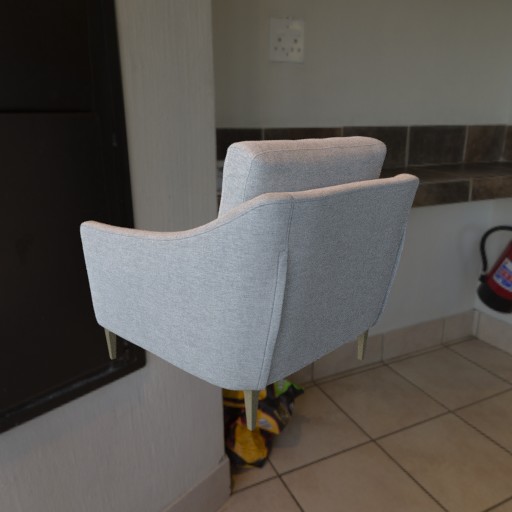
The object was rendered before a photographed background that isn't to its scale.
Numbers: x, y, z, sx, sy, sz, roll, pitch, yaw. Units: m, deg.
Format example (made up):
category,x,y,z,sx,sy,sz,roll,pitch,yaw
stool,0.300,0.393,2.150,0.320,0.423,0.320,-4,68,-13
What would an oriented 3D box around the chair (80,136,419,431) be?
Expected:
category,x,y,z,sx,sy,sz,roll,pitch,yaw
chair,0.000,0.000,1.728,0.986,0.902,0.961,-16,23,-41
